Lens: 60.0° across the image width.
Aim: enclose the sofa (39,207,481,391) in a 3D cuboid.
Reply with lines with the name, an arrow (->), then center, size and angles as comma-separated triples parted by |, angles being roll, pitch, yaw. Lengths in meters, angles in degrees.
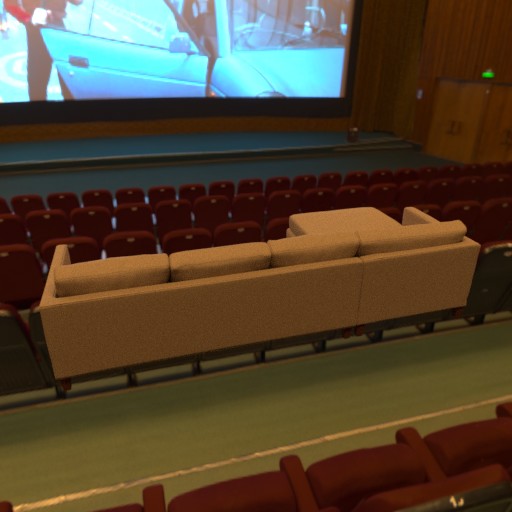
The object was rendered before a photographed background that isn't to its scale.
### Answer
sofa -> 0.000, 0.000, 3.835 | 3.186, 0.846, 1.625 | -7, 27, -14
